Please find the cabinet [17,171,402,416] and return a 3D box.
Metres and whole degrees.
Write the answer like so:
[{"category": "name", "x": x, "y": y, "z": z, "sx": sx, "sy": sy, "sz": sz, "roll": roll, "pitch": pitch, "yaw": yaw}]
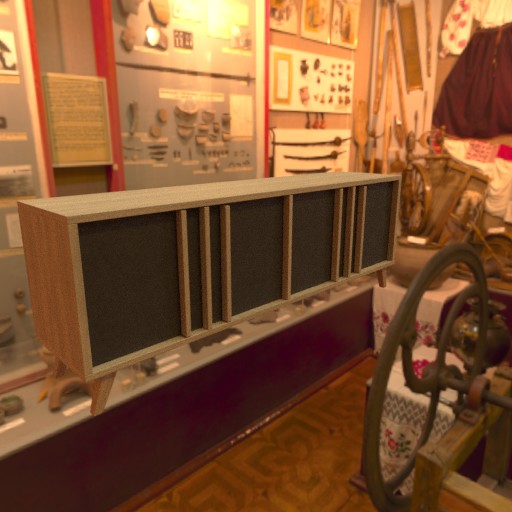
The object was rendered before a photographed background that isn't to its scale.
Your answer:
[{"category": "cabinet", "x": 0.000, "y": 0.000, "z": 2.449, "sx": 2.198, "sy": 0.779, "sz": 0.499, "roll": -14, "pitch": 21, "yaw": -42}]
